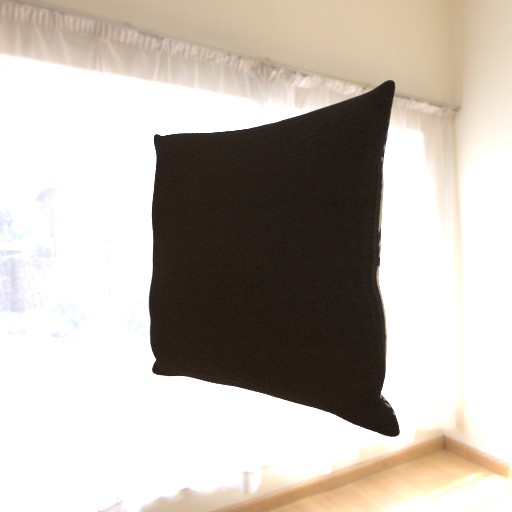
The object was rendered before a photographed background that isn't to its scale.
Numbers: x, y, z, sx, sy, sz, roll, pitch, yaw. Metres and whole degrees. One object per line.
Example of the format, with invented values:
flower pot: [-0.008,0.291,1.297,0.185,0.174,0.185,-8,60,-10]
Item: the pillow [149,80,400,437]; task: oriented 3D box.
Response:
pillow: [0.000,0.000,0.670,0.440,0.441,0.182,1,2,35]
